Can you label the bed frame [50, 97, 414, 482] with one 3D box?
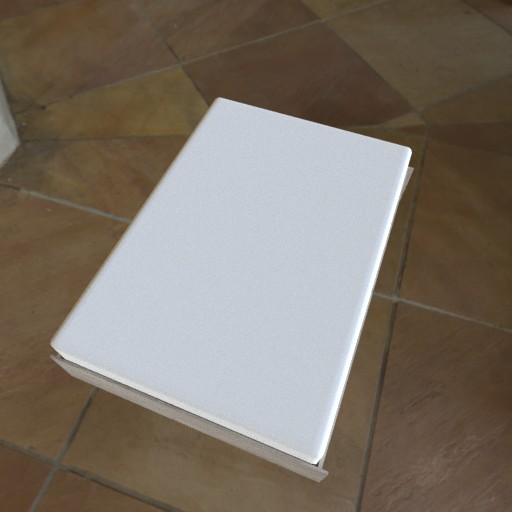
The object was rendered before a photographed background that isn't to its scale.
[{"bbox_3d":[0.000,0.000,2.612,1.445,0.497,1.945,19,59,11],"label":"bed frame"}]
